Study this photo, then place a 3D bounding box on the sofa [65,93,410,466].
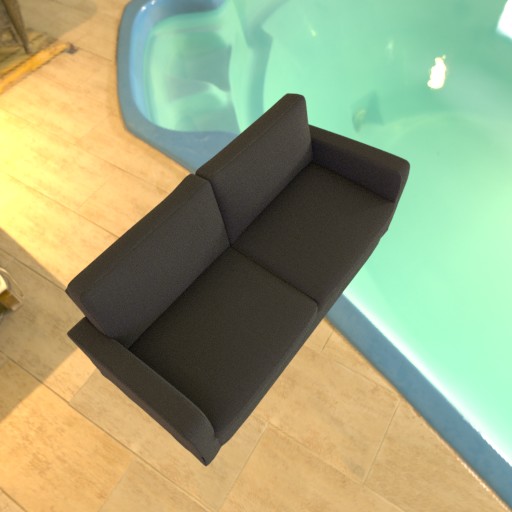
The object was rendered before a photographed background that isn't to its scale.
[{"bbox_3d":[0.000,0.000,2.370,0.898,0.839,1.852,33,63,19],"label":"sofa"}]
